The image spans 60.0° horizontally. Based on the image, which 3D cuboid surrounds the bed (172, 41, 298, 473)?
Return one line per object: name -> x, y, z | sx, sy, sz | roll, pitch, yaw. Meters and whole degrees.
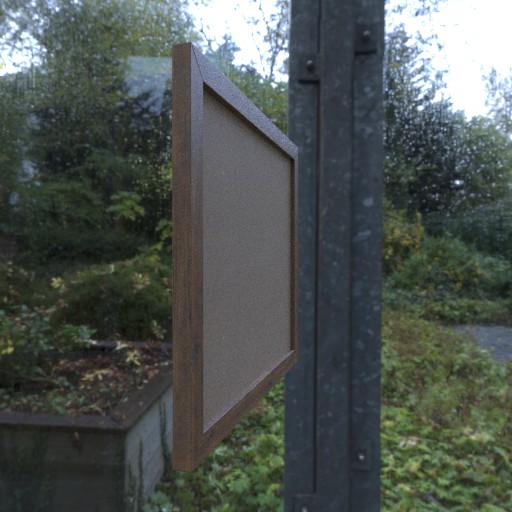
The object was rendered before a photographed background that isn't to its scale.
bed -> 0.000, 0.000, 1.469 | 0.046, 0.942, 1.046 | 0, 1, 18
